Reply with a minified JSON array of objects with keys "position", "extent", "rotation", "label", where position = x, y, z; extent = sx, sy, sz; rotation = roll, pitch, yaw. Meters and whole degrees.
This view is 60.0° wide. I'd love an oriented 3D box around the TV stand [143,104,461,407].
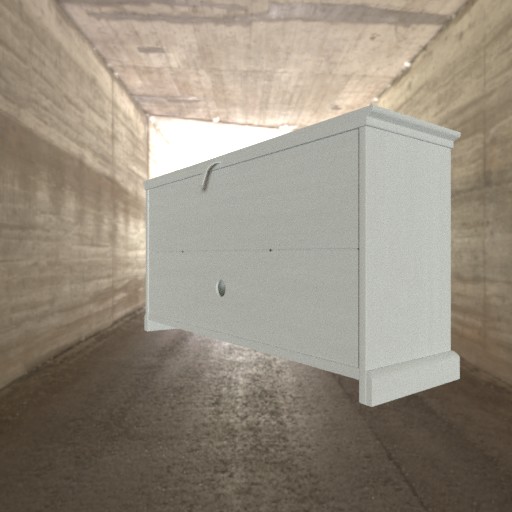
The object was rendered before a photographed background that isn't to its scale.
[{"position":[0.000,0.000,1.470],"extent":[0.424,0.624,1.187],"rotation":[0,0,-37],"label":"TV stand"}]
